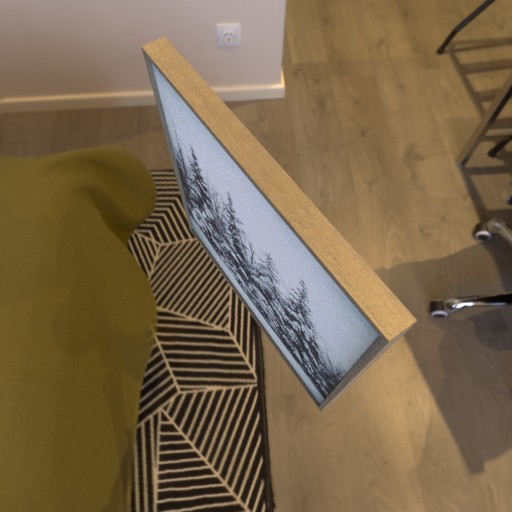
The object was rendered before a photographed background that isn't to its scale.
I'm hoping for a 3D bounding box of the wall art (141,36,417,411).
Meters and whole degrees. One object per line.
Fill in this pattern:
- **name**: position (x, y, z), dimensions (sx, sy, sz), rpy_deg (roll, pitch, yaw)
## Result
- **wall art**: position (0.000, 0.000, 0.752), dimensions (0.037, 0.507, 0.507), rpy_deg (-32, 68, -15)
